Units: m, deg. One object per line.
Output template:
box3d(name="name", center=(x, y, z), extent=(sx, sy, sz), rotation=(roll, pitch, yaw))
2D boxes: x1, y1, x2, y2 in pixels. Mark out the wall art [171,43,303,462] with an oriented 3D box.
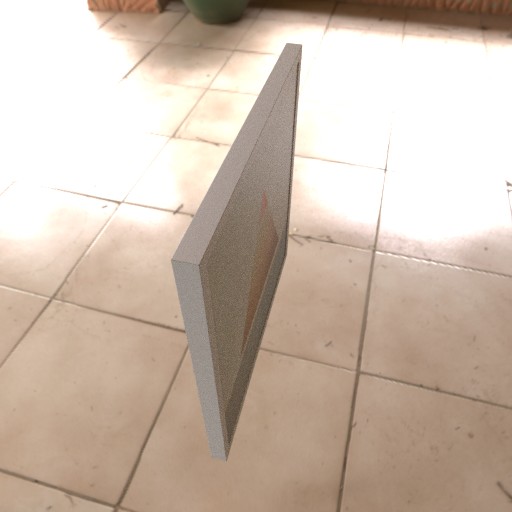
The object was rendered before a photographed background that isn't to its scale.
box3d(name="wall art", center=(0.000, 0.000, 1.134), extent=(0.041, 0.765, 0.768), rotation=(11, 48, 10))
